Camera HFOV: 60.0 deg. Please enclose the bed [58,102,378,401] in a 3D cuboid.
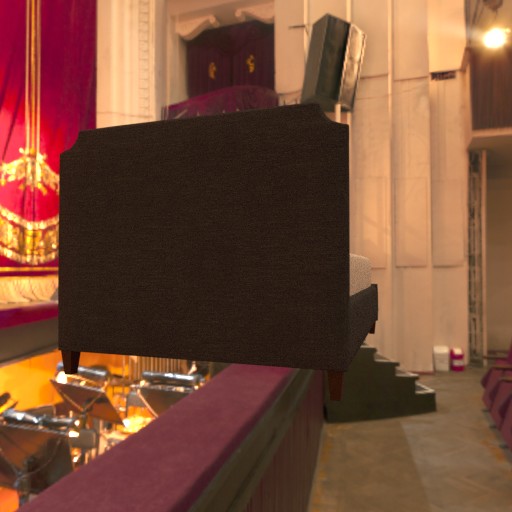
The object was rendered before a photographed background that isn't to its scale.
[{"bbox_3d":[0.000,0.000,3.444,1.713,1.443,2.372,-1,-2,19],"label":"bed"}]
